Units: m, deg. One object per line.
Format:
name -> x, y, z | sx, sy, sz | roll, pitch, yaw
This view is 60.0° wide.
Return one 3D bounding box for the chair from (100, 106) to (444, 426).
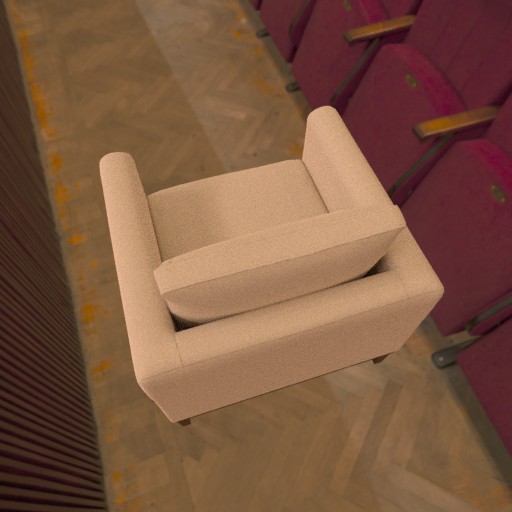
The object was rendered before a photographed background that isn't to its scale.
chair -> 0.000, 0.000, 1.708 | 0.982, 0.915, 0.896 | -15, 60, -9
